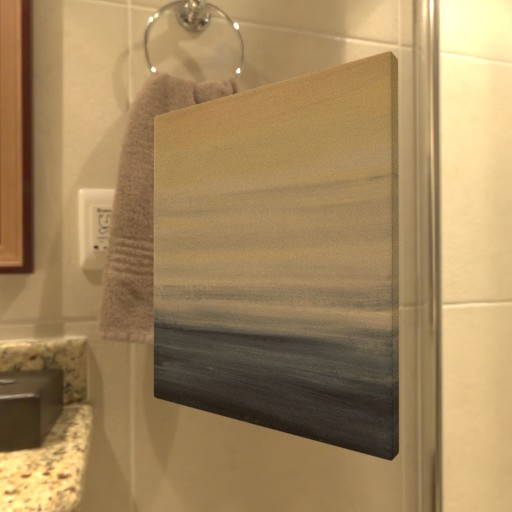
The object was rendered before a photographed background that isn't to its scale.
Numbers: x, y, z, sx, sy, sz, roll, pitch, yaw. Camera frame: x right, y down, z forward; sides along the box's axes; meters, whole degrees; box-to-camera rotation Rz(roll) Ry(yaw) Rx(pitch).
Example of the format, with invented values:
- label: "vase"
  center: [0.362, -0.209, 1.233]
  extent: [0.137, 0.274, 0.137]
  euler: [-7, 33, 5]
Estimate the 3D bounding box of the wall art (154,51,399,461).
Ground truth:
- label: "wall art"
  center: [0.000, 0.000, 0.957]
  extent: [0.608, 0.710, 0.041]
  euler: [0, -1, 36]
